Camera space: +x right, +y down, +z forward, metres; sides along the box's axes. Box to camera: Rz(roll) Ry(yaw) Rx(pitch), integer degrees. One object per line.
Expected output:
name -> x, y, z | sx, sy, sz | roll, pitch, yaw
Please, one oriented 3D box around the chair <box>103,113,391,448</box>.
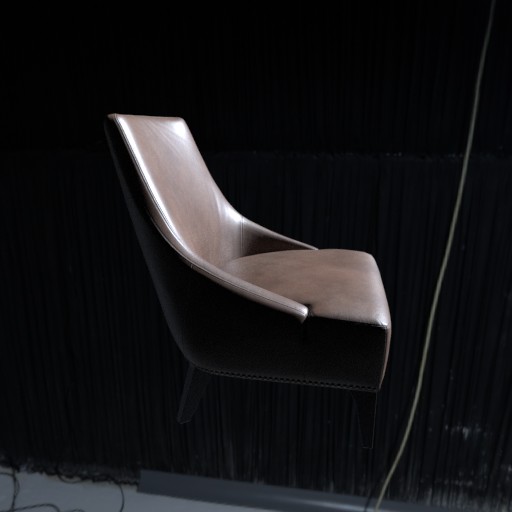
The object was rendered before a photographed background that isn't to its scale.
chair -> 0.000, 0.000, 1.498 | 0.861, 0.909, 0.701 | 3, 16, 10
